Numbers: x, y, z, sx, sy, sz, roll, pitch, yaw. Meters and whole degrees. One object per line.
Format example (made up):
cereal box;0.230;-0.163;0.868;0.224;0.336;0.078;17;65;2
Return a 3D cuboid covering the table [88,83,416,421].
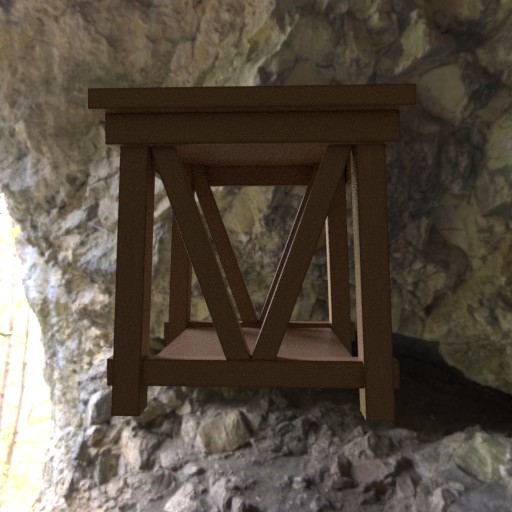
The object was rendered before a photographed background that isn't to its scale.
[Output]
table;0.000;0.000;1.131;0.612;0.638;0.610;0;0;2
